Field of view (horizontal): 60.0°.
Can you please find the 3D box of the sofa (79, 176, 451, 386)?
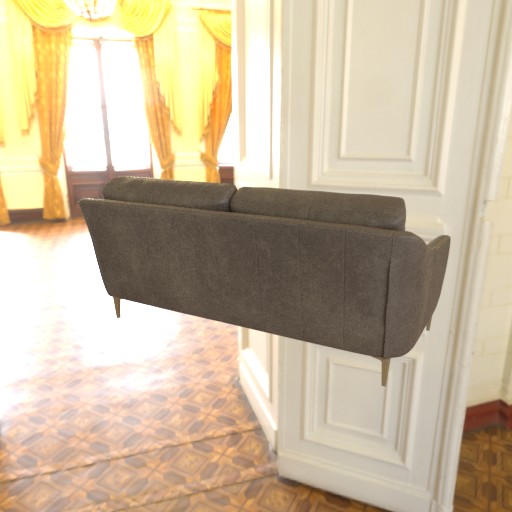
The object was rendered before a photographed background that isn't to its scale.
[{"bbox_3d":[0.000,0.000,2.617,2.036,0.902,0.960,8,19,26],"label":"sofa"}]
